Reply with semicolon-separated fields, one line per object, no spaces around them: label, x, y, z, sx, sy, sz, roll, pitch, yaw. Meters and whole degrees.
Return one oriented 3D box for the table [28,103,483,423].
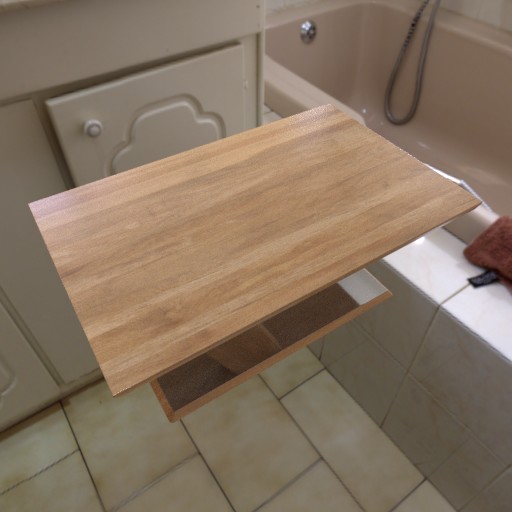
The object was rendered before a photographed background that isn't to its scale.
table;0.000;0.000;1.423;1.100;0.441;0.692;-25;51;-22
